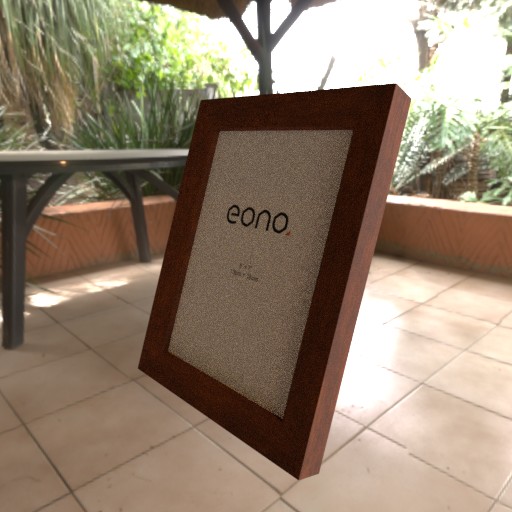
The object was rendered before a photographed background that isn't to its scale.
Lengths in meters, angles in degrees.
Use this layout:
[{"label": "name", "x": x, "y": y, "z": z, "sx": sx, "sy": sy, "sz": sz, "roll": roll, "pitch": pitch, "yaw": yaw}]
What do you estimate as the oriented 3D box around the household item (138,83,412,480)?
[{"label": "household item", "x": 0.000, "y": 0.000, "z": 0.291, "sx": 0.096, "sy": 0.204, "sz": 0.160, "roll": -15, "pitch": 21, "yaw": -43}]
